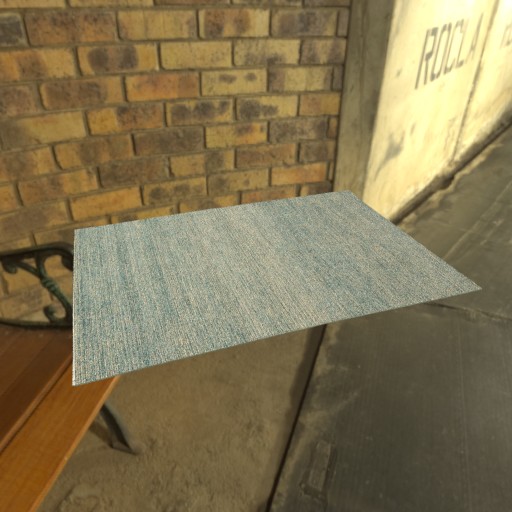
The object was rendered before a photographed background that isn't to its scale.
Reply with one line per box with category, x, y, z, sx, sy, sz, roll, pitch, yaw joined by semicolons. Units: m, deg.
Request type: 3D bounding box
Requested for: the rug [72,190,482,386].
rug;0.000;0.000;5.223;4.078;0.052;2.802;-10;33;-16
